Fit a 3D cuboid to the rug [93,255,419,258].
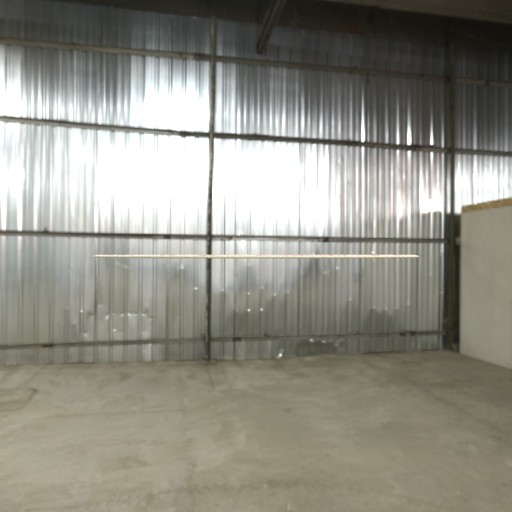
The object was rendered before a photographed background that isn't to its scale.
[{"bbox_3d":[0.000,0.000,2.308,1.593,0.012,1.593,0,0,0],"label":"rug"}]
